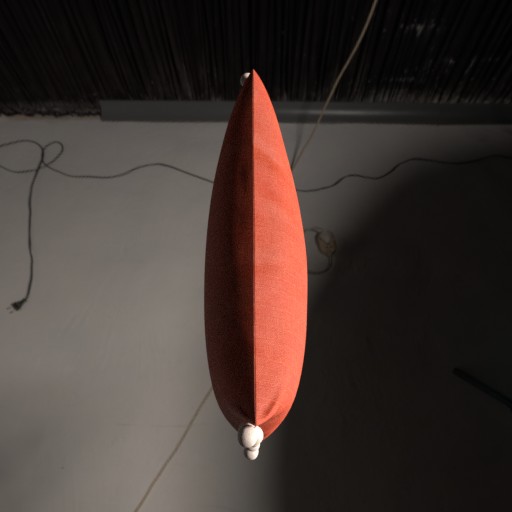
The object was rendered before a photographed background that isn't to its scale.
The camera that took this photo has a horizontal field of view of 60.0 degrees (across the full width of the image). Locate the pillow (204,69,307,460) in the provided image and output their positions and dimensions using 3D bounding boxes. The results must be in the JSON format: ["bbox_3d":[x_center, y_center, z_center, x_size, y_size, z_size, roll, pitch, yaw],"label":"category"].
[{"bbox_3d":[0.000,0.000,0.859,0.201,0.322,0.709,0,63,0],"label":"pillow"}]
